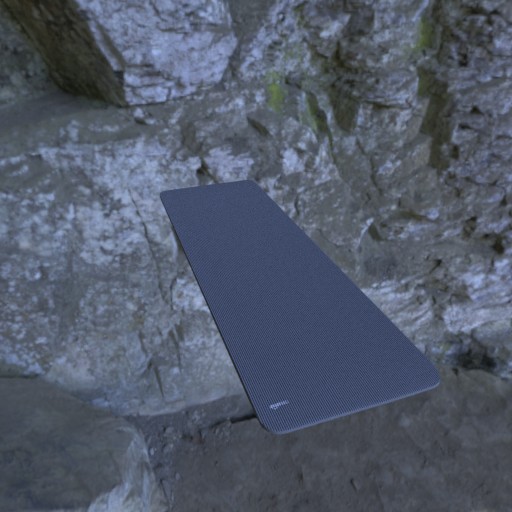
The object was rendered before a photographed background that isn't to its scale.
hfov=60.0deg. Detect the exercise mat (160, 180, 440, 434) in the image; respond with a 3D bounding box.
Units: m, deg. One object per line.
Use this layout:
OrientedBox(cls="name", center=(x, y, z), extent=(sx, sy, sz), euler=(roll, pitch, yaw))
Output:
OrientedBox(cls="exercise mat", center=(0.000, 0.000, 2.076), extent=(0.616, 0.021, 1.884), euler=(-10, 32, -17))
